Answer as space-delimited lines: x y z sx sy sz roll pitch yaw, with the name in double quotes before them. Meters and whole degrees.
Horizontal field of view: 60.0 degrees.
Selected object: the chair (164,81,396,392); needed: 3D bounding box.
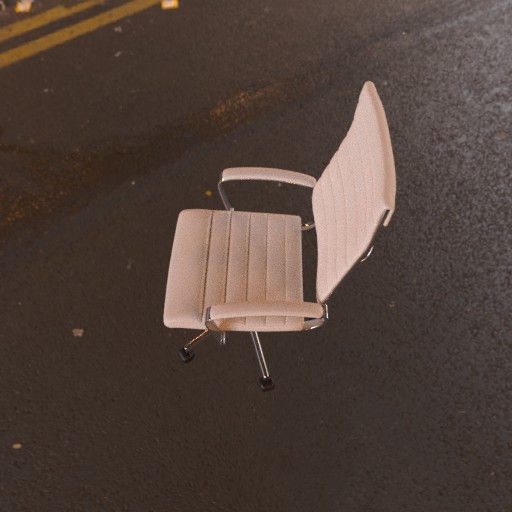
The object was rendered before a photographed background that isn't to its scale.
"chair" 0.000 0.000 1.578 0.679 1.149 0.679 1 59 1
